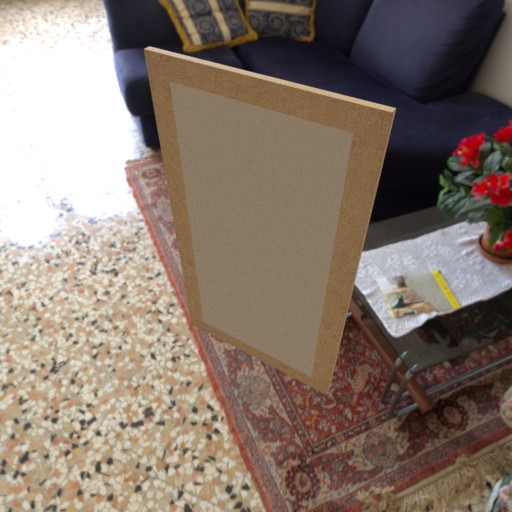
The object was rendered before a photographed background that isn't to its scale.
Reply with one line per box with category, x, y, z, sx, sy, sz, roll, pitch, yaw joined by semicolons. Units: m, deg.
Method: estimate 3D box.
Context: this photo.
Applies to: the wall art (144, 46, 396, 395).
wall art;0.000;0.000;0.834;0.381;0.683;0.013;23;50;21
